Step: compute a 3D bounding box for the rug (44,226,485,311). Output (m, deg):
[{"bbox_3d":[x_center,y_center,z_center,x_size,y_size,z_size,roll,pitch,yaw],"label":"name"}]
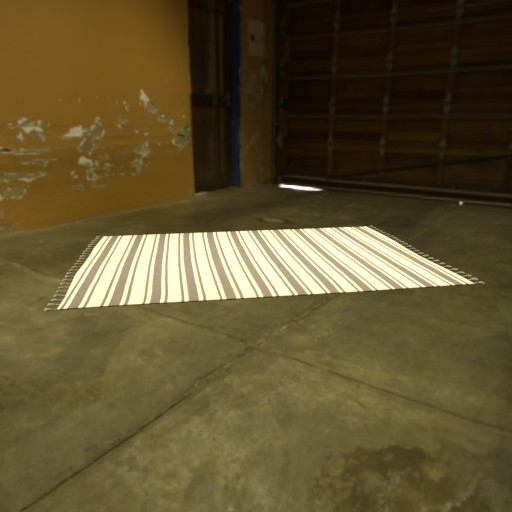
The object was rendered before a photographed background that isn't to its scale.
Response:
[{"bbox_3d":[0.000,0.000,3.095,2.425,0.014,1.563,-3,16,-9],"label":"rug"}]
